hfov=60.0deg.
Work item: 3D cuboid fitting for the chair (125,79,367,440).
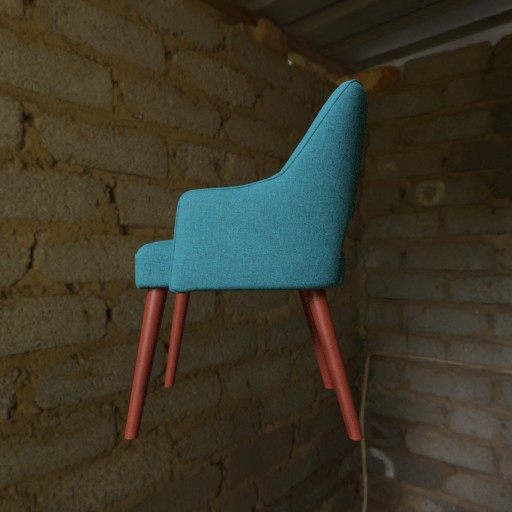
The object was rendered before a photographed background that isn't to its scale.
[{"bbox_3d":[0.000,0.000,1.240,0.605,0.849,0.548,0,0,1],"label":"chair"}]
